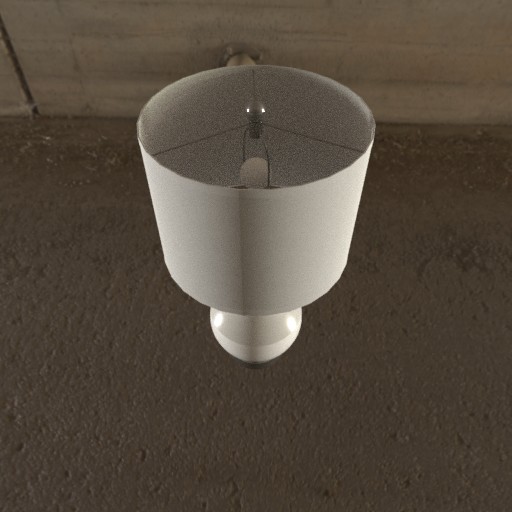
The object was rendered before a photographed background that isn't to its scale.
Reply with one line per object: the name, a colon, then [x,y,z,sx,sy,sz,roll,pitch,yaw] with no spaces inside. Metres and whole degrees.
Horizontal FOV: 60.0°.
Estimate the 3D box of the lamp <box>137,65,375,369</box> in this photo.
lamp: [0.000,0.000,0.898,0.357,0.673,0.357,-24,52,-21]
